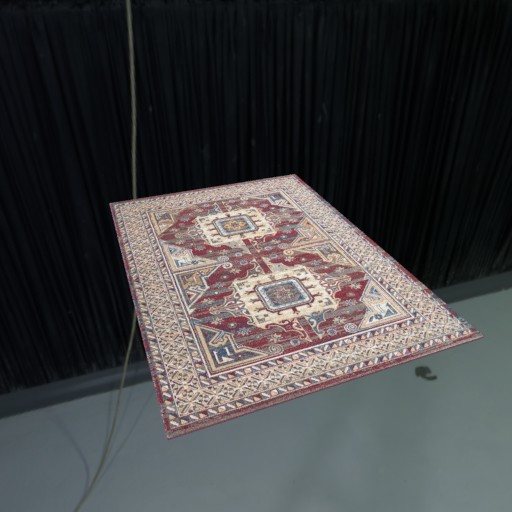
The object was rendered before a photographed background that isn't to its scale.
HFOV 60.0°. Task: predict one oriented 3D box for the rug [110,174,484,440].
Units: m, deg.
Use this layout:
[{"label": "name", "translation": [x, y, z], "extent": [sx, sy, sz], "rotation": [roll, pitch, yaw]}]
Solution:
[{"label": "rug", "translation": [0.000, 0.000, 2.844], "extent": [1.599, 0.011, 2.210], "rotation": [-12, 35, -18]}]
